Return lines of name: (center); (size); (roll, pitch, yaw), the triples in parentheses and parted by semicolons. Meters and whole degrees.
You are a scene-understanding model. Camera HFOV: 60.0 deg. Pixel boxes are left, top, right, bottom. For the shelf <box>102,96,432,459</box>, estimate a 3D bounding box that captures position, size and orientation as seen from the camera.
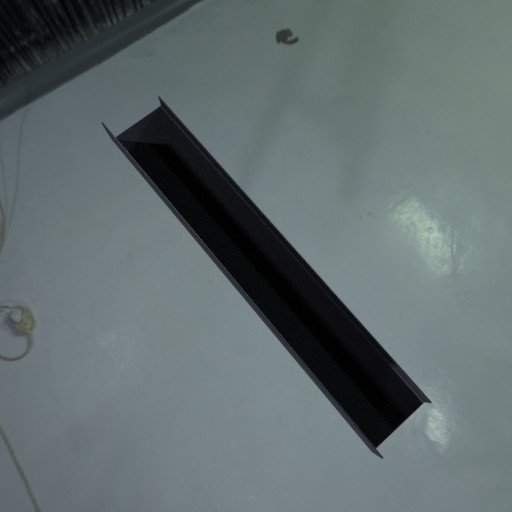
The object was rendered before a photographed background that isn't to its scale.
shelf: (0.000, 0.000, 0.637); (0.102, 0.053, 0.605); (-39, 78, -10)
